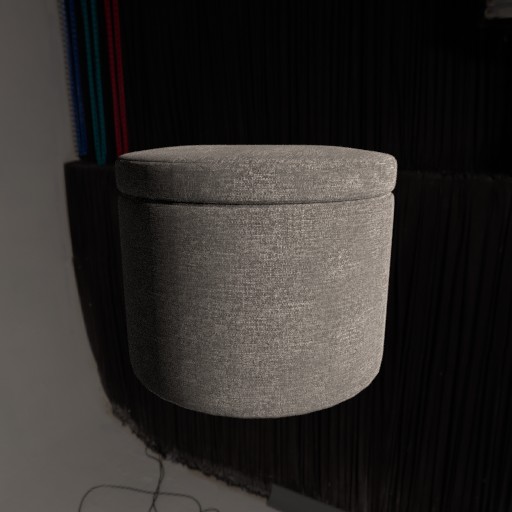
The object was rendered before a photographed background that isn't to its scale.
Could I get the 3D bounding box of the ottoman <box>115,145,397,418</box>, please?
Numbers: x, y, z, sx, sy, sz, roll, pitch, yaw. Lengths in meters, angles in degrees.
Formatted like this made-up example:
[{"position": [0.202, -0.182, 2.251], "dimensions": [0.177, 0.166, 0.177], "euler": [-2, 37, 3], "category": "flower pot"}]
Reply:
[{"position": [0.000, 0.000, 0.865], "dimensions": [0.500, 0.419, 0.500], "euler": [0, 14, 0], "category": "ottoman"}]
